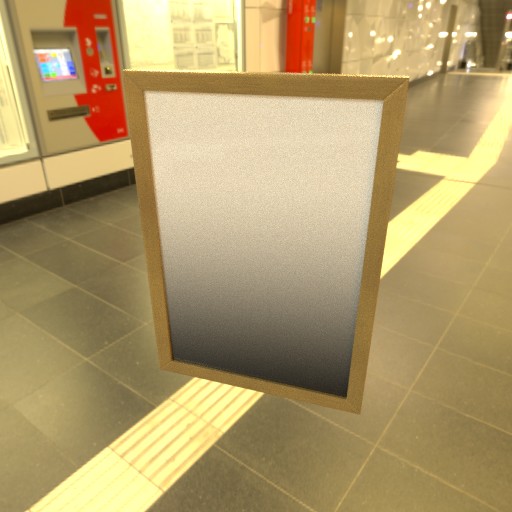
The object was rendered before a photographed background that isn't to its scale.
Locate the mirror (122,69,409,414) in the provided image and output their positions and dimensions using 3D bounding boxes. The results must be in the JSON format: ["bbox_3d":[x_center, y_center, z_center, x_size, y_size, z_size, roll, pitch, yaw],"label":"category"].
[{"bbox_3d":[0.000,0.000,0.927,0.507,0.710,0.040,8,28,15],"label":"mirror"}]
